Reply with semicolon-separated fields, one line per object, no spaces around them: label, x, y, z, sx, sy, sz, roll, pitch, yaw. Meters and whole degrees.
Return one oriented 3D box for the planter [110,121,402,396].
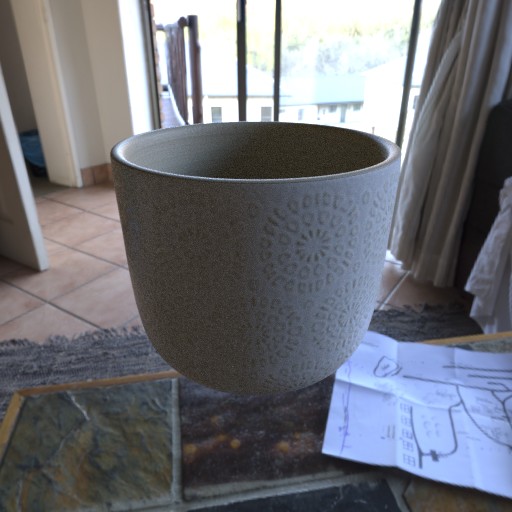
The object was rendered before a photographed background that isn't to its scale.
planter;0.000;0.000;0.301;0.170;0.152;0.170;0;26;0
